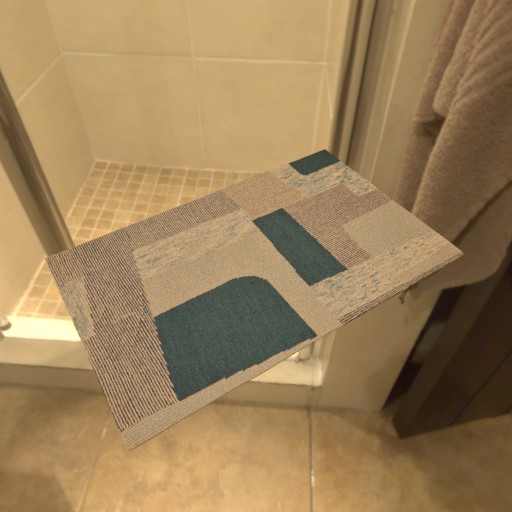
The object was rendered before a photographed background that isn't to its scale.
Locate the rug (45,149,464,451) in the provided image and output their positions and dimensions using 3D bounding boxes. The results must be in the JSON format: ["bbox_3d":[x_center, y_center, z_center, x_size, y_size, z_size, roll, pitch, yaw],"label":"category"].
[{"bbox_3d":[0.000,0.000,3.024,2.436,0.015,1.521,-25,52,-22],"label":"rug"}]
